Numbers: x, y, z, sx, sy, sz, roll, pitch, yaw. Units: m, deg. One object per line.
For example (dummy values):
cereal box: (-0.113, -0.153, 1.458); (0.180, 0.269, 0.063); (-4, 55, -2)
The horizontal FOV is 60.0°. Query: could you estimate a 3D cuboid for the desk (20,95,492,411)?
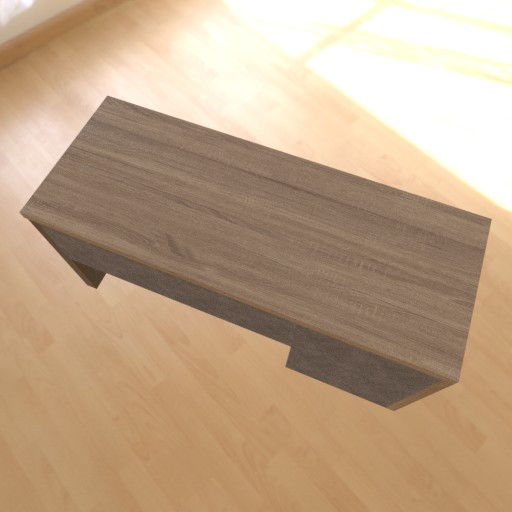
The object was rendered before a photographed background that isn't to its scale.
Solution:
desk: (0.000, 0.000, 2.058); (1.700, 0.760, 0.690); (20, 66, 10)
